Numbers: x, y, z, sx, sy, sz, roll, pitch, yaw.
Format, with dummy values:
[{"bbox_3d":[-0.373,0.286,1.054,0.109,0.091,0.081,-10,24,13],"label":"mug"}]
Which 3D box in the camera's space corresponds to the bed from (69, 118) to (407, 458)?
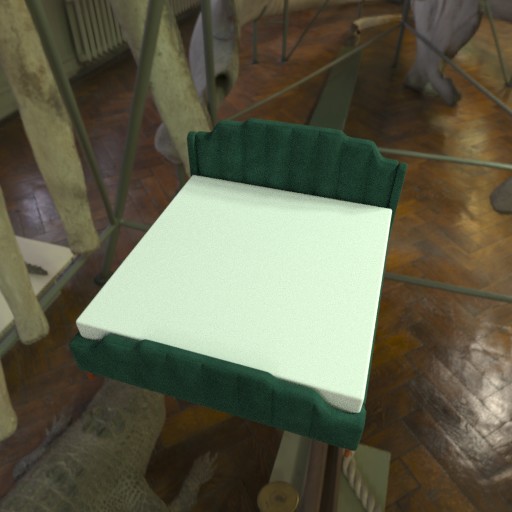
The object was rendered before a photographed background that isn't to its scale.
[{"bbox_3d":[0.000,0.000,3.587,2.074,1.245,2.340,12,43,13],"label":"bed"}]
